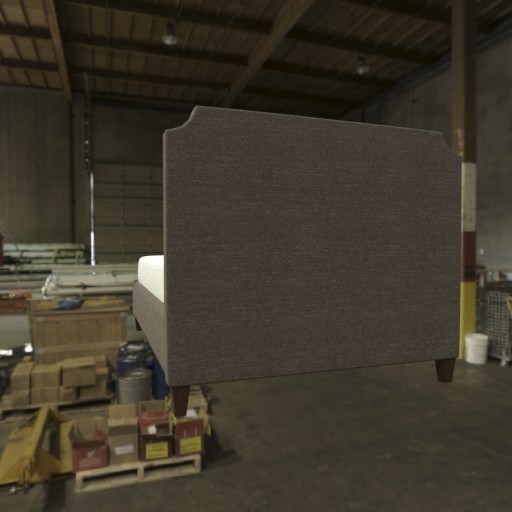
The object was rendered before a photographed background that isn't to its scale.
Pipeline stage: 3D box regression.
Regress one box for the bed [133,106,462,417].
[{"bbox_3d":[0.000,0.000,3.425,1.713,1.457,2.381,0,1,-19],"label":"bed"}]
